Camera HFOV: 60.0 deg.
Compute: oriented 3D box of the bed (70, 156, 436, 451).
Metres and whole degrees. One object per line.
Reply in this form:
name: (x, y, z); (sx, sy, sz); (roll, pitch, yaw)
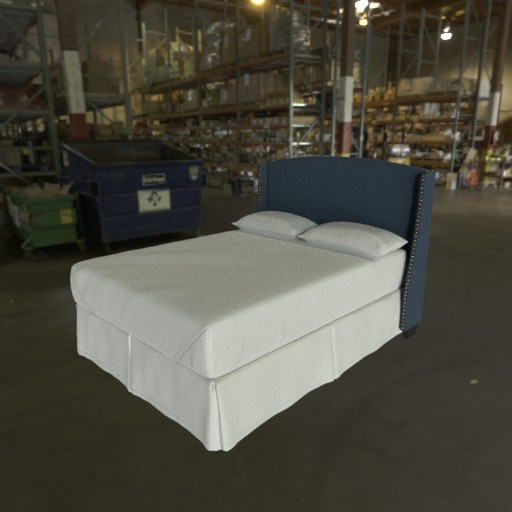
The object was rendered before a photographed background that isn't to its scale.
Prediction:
bed: (0.000, 0.000, 3.351); (1.710, 1.407, 2.237); (14, 21, 42)
